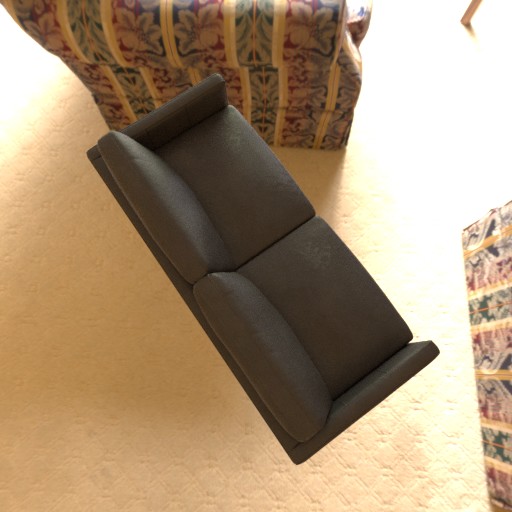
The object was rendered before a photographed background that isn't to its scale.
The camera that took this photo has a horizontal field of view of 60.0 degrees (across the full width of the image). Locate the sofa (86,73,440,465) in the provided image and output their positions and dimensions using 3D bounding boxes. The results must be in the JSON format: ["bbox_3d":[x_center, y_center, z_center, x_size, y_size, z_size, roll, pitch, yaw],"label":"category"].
[{"bbox_3d":[0.000,0.000,2.528,0.933,0.863,1.971,-34,78,-8],"label":"sofa"}]
